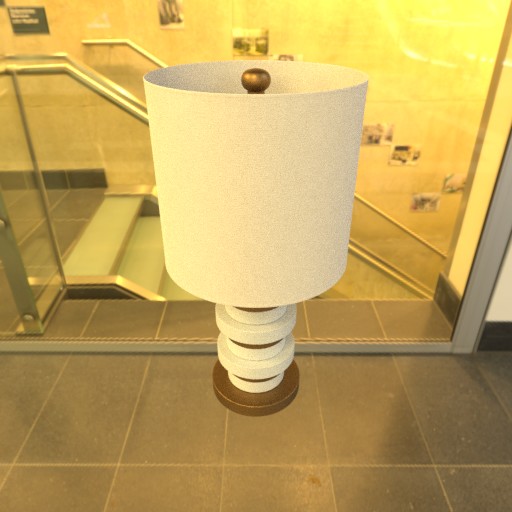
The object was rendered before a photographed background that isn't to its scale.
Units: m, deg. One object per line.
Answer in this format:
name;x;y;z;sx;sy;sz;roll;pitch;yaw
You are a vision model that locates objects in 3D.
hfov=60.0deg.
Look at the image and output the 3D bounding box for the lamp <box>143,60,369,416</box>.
lamp;0.000;0.000;0.522;0.210;0.410;0.210;-10;32;-17
